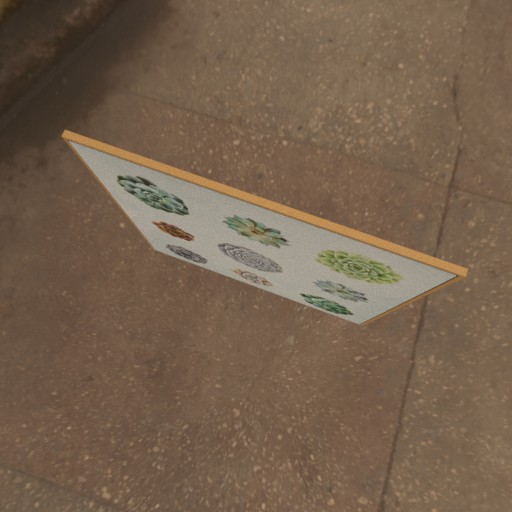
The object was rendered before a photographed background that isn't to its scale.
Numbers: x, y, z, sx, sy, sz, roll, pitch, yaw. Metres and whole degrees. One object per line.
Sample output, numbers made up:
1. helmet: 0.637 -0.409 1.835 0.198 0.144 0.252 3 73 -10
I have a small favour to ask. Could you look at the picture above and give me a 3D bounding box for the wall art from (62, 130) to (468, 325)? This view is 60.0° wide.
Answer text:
1. wall art: 0.000 0.000 0.994 0.657 0.655 0.014 20 76 5
